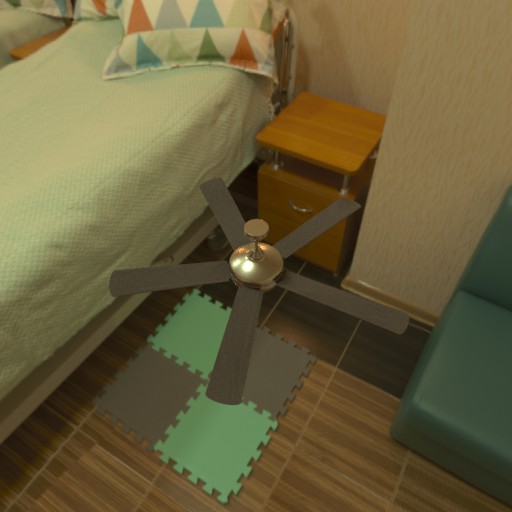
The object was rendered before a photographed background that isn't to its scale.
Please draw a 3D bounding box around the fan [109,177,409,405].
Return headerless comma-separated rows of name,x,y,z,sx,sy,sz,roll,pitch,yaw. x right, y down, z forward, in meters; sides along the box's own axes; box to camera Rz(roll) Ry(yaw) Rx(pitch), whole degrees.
fan,0.000,0.000,2.003,1.321,0.356,1.321,1,48,1
